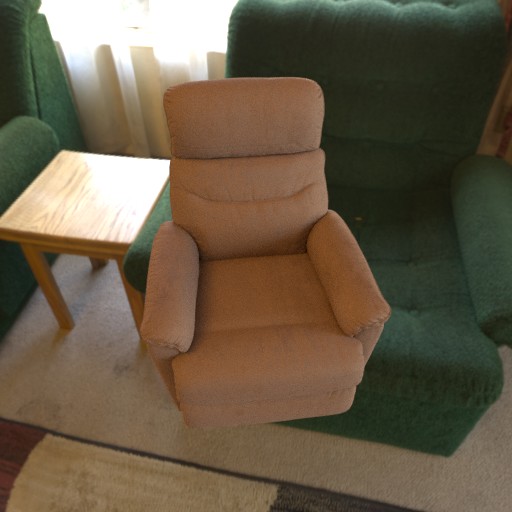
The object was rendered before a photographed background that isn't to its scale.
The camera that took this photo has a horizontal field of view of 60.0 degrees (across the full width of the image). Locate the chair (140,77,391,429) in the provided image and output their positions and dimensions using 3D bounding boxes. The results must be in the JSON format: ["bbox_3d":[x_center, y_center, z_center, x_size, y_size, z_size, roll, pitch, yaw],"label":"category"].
[{"bbox_3d":[0.000,0.000,1.729,0.820,1.037,1.004,-4,45,-5],"label":"chair"}]
